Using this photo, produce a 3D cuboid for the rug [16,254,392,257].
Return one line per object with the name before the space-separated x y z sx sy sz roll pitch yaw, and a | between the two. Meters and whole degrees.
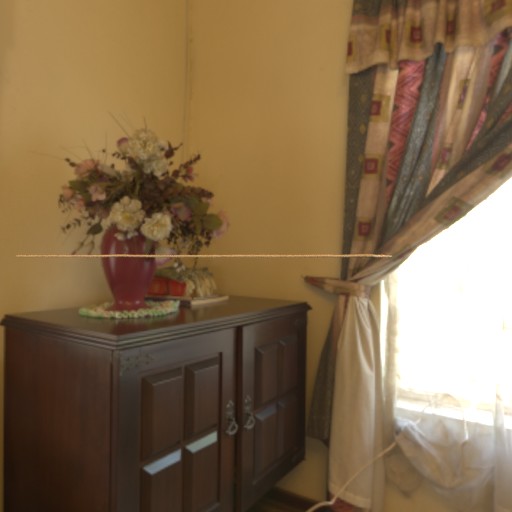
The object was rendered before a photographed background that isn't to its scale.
rug | 0.000 0.000 4.312 2.449 0.019 3.357 0 0 19
